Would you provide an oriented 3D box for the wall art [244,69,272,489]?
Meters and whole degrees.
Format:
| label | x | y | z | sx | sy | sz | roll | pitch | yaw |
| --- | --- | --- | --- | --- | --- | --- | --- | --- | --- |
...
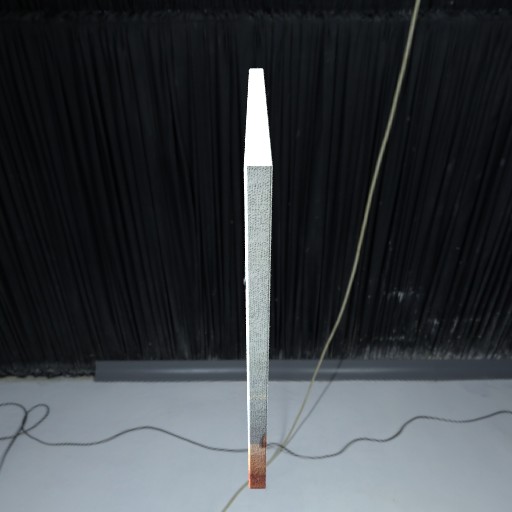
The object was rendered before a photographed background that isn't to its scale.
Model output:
| label | x | y | z | sx | sy | sz | roll | pitch | yaw |
| --- | --- | --- | --- | --- | --- | --- | --- | --- | --- |
| wall art | 0.000 | 0.000 | 1.118 | 0.042 | 0.760 | 0.760 | 0 | 32 | 0 |
